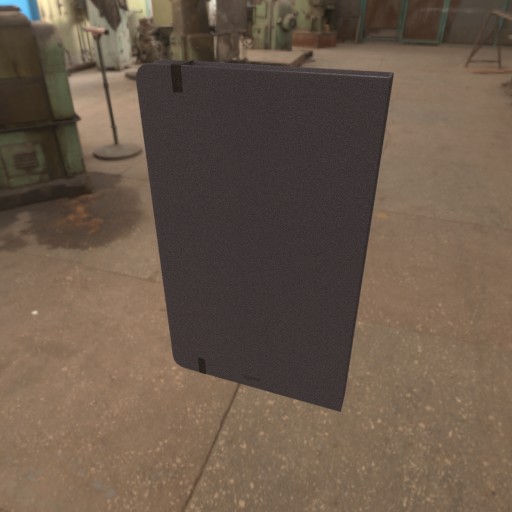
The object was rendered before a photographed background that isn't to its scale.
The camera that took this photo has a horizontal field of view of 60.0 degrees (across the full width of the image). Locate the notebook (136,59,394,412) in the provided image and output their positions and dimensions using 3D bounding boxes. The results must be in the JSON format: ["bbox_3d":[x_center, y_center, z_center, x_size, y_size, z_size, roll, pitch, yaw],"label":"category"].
[{"bbox_3d":[0.000,0.000,0.268,0.127,0.213,0.016,11,33,17],"label":"notebook"}]
